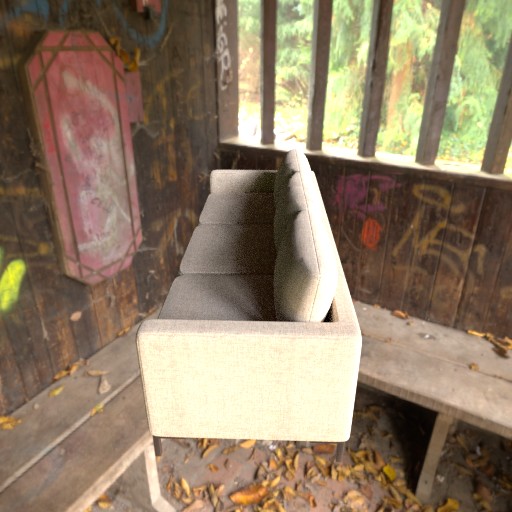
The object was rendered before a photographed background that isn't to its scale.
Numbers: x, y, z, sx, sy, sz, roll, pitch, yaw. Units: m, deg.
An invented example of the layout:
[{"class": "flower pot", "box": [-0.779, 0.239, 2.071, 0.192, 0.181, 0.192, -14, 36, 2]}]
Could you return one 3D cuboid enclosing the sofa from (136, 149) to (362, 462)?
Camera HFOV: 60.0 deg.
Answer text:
[{"class": "sofa", "box": [0.000, 0.000, 2.691, 0.859, 0.874, 2.218, 1, 26, 2]}]
